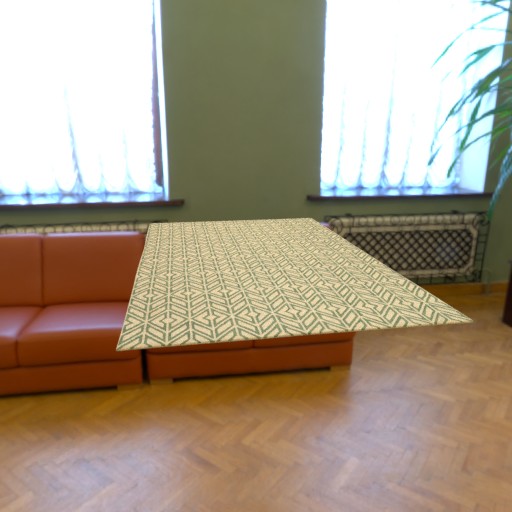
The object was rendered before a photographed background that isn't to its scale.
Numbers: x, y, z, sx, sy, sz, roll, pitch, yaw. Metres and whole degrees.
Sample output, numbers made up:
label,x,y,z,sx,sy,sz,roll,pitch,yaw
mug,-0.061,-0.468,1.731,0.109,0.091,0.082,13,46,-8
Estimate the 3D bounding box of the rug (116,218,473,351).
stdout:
label,x,y,z,sx,sy,sz,roll,pitch,yaw
rug,0.000,0.000,2.974,1.517,0.011,2.435,-3,16,-10
